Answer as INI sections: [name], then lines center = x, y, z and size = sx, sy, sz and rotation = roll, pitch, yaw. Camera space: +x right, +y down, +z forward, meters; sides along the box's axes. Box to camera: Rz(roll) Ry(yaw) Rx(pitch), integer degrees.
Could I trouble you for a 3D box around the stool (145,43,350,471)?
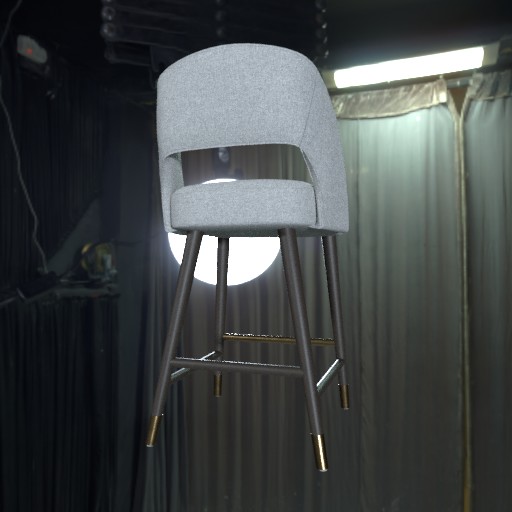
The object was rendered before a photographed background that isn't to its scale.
[stool]
center = 0.000, 0.000, 1.221
size = 0.494, 0.940, 0.509
rotation = 0, -1, 18
